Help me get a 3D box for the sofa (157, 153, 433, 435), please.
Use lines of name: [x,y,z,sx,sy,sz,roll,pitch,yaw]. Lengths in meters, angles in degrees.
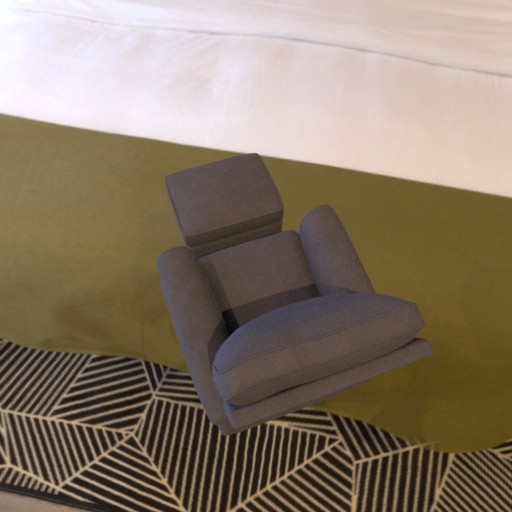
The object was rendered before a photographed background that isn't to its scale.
sofa: [0.000,0.000,2.007,0.880,0.959,1.478,-17,60,-10]
